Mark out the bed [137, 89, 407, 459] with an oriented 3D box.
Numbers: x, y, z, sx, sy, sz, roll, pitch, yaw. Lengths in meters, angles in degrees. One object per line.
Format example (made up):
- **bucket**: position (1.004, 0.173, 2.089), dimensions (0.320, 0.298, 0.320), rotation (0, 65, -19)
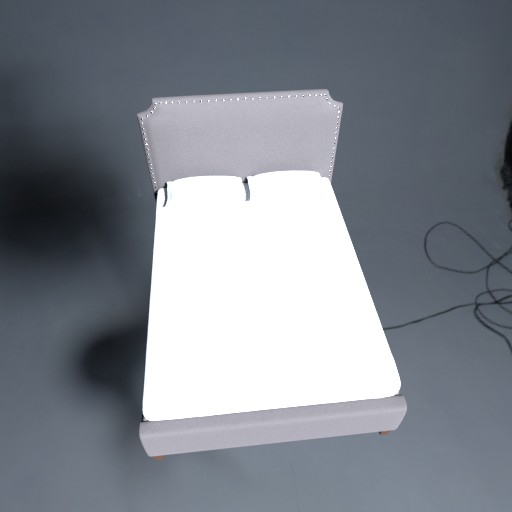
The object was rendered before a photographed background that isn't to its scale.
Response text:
- **bed**: position (0.000, 0.000, 3.341), dimensions (1.713, 1.443, 2.372), rotation (-4, 47, -4)
